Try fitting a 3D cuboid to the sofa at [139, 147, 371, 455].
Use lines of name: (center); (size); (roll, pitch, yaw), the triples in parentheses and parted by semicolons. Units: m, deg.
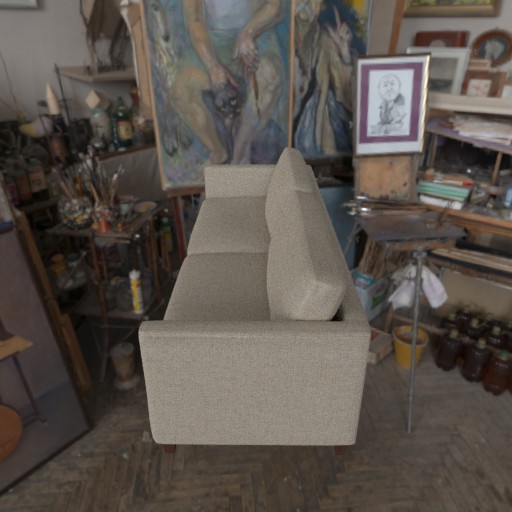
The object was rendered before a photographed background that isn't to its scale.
sofa: (0.000, 0.000, 2.915); (0.951, 0.965, 2.434); (0, 27, 0)
